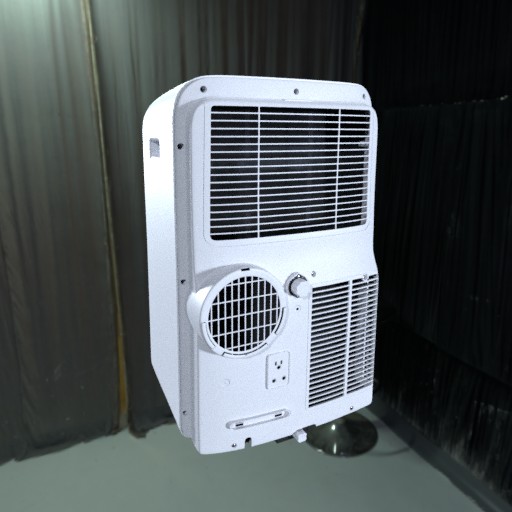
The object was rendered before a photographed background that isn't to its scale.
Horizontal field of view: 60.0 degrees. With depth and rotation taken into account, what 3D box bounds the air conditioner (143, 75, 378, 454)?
[{"bbox_3d":[0.000,0.000,1.067,0.478,0.765,0.467,-7,17,-25],"label":"air conditioner"}]
